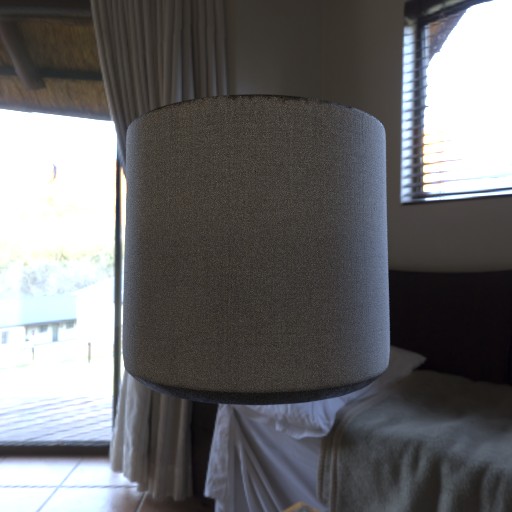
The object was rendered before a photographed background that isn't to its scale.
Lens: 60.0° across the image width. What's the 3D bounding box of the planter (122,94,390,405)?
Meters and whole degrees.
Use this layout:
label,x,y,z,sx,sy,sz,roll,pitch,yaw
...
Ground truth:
label,x,y,z,sx,sy,sz,roll,pitch,yaw
planter,0.000,0.000,0.384,0.221,0.201,0.221,0,-1,0
